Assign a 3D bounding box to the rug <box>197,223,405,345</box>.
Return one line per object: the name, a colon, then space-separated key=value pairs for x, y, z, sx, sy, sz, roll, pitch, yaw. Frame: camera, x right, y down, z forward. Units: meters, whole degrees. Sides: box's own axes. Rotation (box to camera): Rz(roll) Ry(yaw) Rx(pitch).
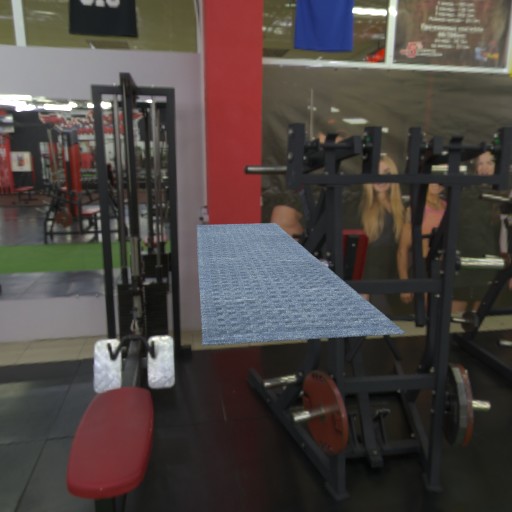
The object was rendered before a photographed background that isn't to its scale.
rug: x=0.000 y=0.000 z=2.638 sx=0.688 sy=0.008 sz=2.443 roll=-2 pitch=13 yaw=-8
